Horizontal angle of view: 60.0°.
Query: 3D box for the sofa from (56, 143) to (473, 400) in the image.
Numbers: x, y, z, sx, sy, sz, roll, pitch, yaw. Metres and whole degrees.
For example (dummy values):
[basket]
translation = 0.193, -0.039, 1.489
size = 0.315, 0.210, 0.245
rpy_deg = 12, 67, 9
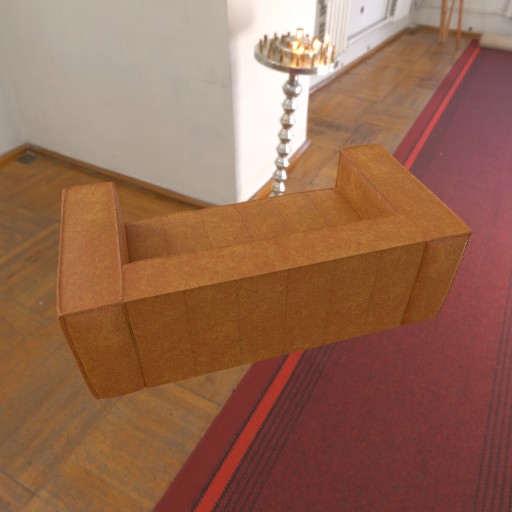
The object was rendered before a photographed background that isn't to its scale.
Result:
[sofa]
translation = 0.000, 0.000, 2.644
size = 2.088, 0.703, 1.102
rpy_deg = -11, 42, -12
